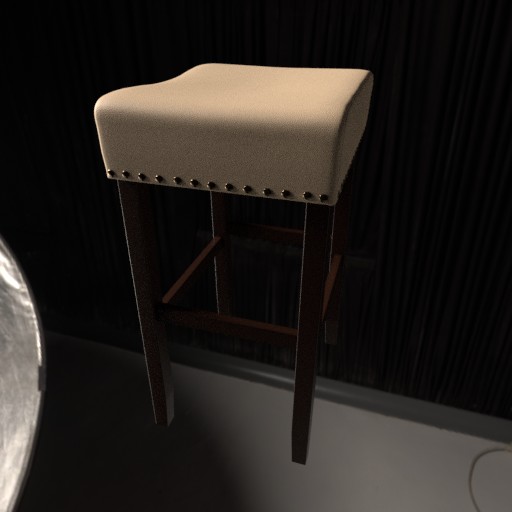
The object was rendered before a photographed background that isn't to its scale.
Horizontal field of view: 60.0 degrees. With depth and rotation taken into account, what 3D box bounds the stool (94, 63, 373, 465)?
[{"bbox_3d":[0.000,0.000,1.016,0.401,0.762,0.471,9,31,15],"label":"stool"}]
